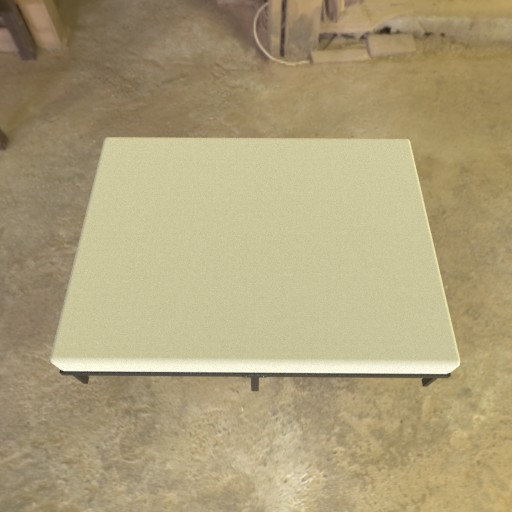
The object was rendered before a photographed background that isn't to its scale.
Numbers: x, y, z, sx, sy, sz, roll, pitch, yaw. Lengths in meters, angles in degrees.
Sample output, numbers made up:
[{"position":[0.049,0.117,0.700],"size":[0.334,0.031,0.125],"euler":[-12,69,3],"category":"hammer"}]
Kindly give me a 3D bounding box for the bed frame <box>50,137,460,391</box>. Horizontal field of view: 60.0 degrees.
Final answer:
[{"position":[0.000,0.000,3.566],"size":[2.635,0.680,1.990],"euler":[0,60,0],"category":"bed frame"}]
